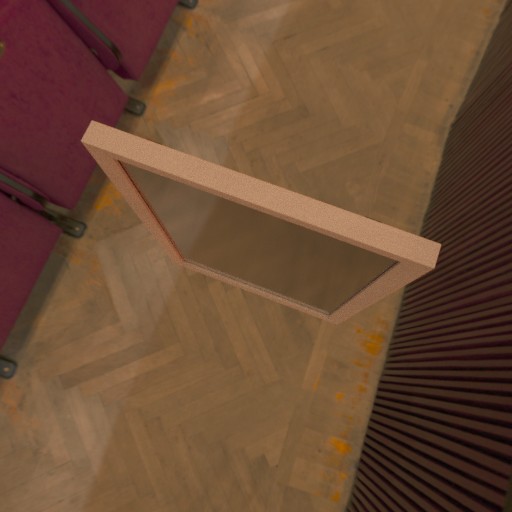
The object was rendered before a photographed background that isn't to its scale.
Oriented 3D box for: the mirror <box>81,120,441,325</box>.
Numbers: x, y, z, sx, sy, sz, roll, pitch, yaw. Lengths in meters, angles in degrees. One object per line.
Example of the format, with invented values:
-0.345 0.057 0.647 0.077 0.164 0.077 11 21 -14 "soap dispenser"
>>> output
0.000 0.000 0.941 0.507 0.710 0.040 20 76 5 "mirror"
